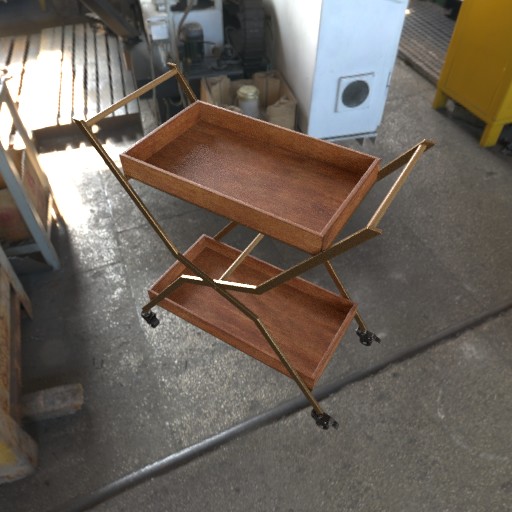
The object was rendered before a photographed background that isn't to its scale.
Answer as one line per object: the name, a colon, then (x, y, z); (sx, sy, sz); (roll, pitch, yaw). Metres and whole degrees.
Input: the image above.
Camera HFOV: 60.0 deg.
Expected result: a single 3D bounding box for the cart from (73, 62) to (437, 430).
cart: (0.000, 0.000, 1.370); (0.836, 0.869, 0.405); (24, 51, 21)
